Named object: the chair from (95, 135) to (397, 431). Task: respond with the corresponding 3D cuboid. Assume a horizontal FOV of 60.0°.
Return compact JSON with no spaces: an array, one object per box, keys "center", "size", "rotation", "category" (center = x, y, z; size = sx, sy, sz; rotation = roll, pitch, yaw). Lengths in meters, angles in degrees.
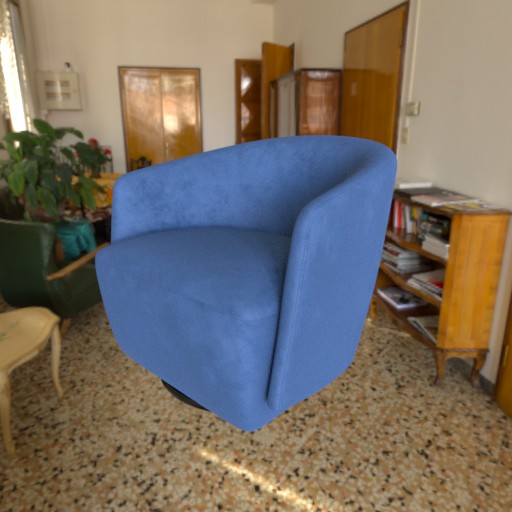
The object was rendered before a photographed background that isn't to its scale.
[{"center":[0.000,0.000,1.351],"size":[0.773,0.698,0.767],"rotation":[15,22,42],"category":"chair"}]
